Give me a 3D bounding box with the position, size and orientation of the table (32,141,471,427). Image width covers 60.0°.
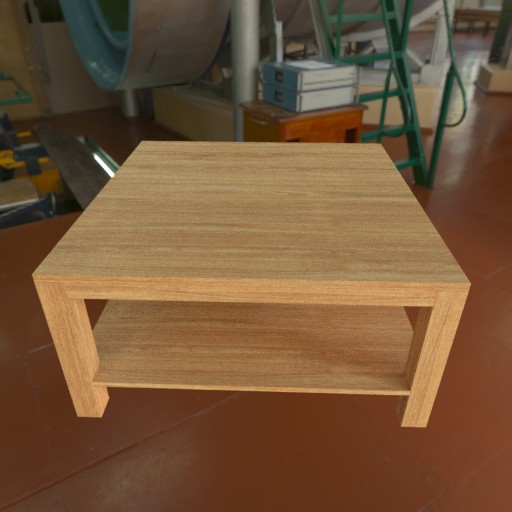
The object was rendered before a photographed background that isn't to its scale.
[{"bbox_3d":[0.000,0.000,1.407,0.900,0.450,0.900,1,32,2],"label":"table"}]
